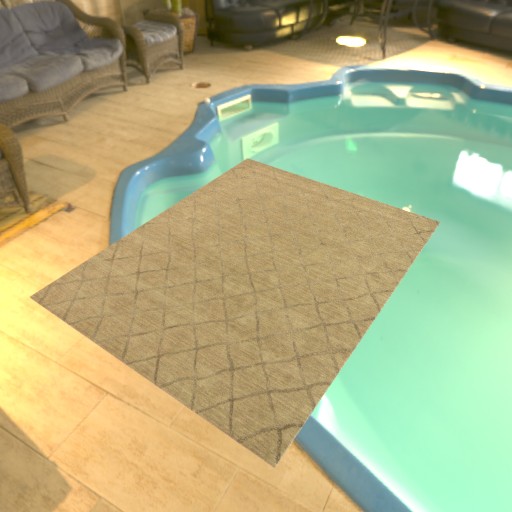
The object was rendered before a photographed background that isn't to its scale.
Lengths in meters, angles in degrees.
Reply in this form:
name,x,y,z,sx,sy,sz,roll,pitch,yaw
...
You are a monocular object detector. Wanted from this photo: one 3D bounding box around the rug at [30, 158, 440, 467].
name,x,y,z,sx,sy,sz,roll,pitch,yaw
rug,0.000,0.000,4.066,2.420,0.019,3.038,24,45,27
